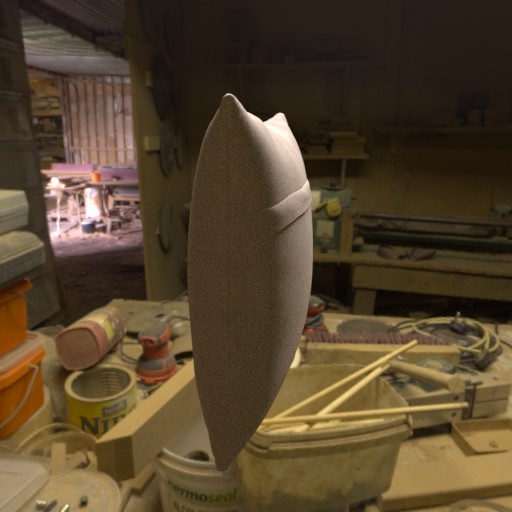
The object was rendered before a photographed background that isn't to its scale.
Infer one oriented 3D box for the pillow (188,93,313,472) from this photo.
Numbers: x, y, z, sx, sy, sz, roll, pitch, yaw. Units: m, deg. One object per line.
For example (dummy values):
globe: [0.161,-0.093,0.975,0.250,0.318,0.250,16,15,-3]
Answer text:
pillow: [0.000,0.000,0.681,0.173,0.436,0.433,3,16,9]
